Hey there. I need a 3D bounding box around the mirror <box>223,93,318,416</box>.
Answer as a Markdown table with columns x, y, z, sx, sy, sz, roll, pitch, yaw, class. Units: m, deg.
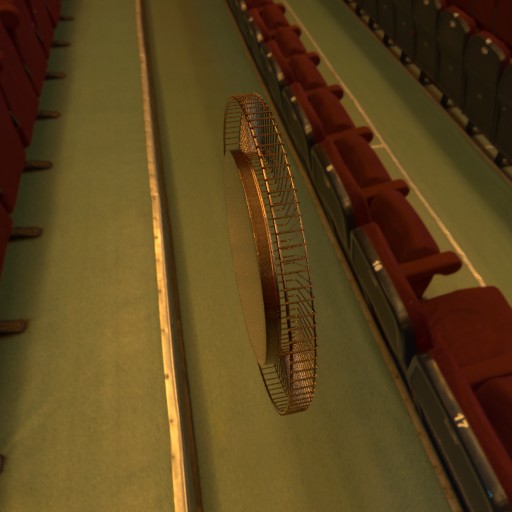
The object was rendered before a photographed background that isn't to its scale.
| x | y | z | sx | sy | sz | roll | pitch | yaw | class |
| --- | --- | --- | --- | --- | --- | --- | --- | --- | --- |
| 0.000 | 0.000 | 1.022 | 0.067 | 0.703 | 0.703 | -9 | 48 | -8 | mirror |
